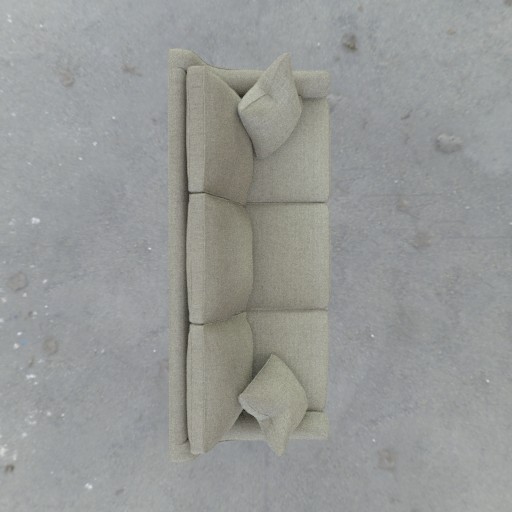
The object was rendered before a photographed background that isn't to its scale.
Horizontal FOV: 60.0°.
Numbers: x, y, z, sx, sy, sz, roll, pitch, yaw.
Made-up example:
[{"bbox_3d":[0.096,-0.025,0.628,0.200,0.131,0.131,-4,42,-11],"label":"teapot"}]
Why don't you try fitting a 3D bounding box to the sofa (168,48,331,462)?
[{"bbox_3d":[0.000,0.000,2.498,0.865,0.914,2.031,0,91,-1],"label":"sofa"}]
